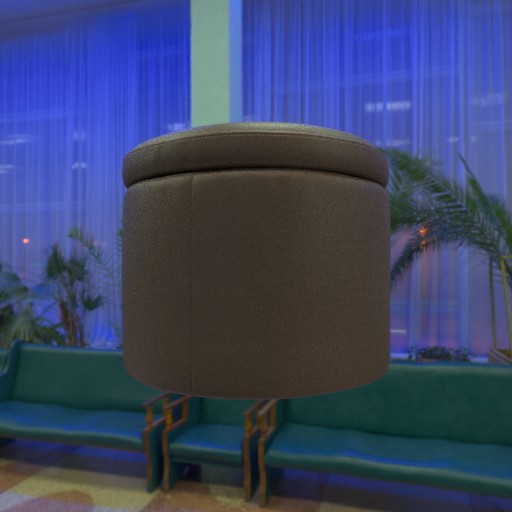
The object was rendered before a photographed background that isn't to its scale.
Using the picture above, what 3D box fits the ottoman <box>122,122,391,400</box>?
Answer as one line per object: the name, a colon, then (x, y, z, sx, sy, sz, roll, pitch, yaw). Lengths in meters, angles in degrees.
ottoman: (0.000, 0.000, 0.859, 0.500, 0.409, 0.500, 0, -1, 0)
